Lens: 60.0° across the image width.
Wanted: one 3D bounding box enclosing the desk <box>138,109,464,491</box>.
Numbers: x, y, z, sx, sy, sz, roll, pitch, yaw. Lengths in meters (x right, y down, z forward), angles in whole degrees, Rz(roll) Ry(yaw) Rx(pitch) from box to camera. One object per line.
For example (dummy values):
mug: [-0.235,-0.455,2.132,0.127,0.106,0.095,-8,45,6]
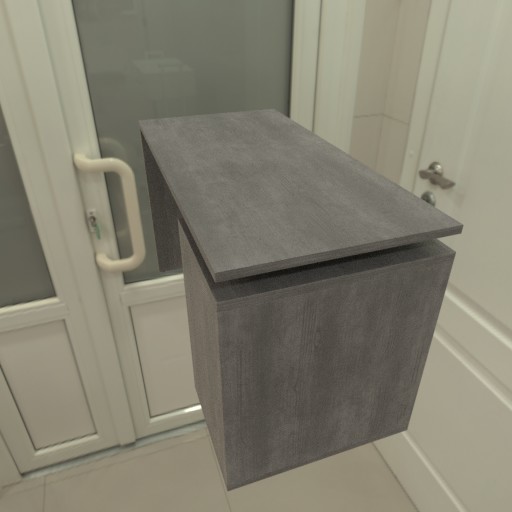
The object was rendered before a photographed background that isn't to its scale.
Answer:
desk: [0.000,0.000,1.622,0.600,0.740,1.200,-11,33,-17]
